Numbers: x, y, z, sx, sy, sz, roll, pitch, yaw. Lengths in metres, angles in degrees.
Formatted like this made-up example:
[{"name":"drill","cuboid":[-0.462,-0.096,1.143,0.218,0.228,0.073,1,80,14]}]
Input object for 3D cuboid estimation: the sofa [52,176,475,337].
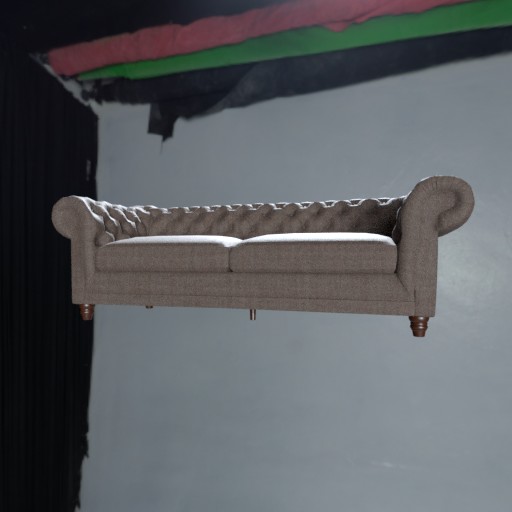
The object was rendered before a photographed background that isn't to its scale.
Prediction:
[{"name":"sofa","cuboid":[0.000,0.000,2.788,2.385,0.787,0.944,0,-1,19]}]
